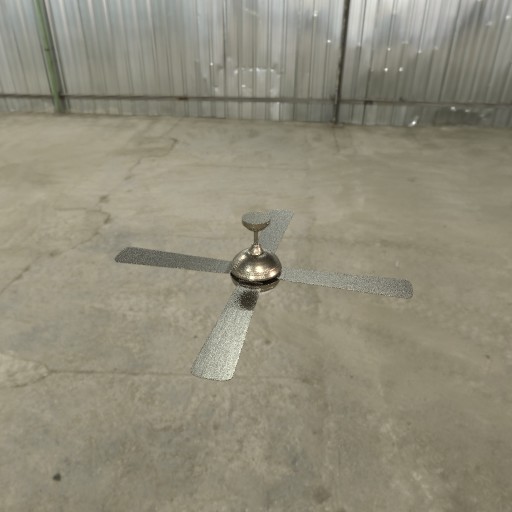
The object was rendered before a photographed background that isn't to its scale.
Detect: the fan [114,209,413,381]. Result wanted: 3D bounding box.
[{"bbox_3d":[0.000,0.000,2.003,1.321,0.381,1.321,19,35,29],"label":"fan"}]
